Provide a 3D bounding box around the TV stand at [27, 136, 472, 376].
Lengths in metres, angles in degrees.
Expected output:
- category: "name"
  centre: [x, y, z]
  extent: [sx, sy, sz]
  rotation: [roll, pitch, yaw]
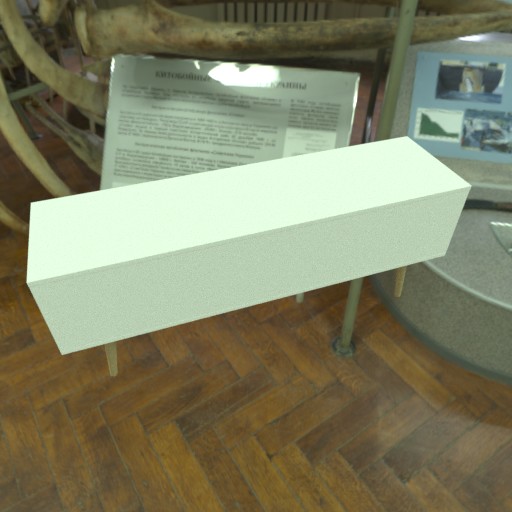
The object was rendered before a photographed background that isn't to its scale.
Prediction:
- category: "TV stand"
  centre: [0.000, 0.000, 1.647]
  extent: [1.398, 0.560, 0.401]
  rotation: [-13, 43, -14]
